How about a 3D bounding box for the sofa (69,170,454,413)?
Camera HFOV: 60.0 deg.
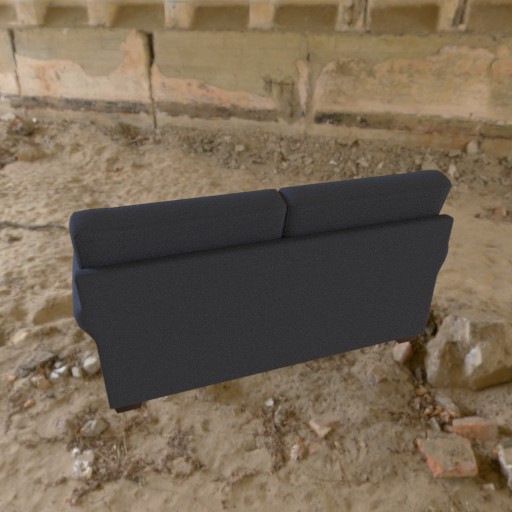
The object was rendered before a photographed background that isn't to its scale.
[{"bbox_3d":[0.000,0.000,2.525,1.930,1.020,0.940,-9,29,-17],"label":"sofa"}]
